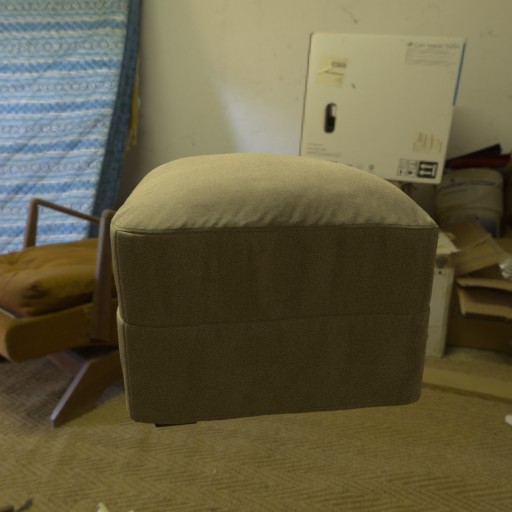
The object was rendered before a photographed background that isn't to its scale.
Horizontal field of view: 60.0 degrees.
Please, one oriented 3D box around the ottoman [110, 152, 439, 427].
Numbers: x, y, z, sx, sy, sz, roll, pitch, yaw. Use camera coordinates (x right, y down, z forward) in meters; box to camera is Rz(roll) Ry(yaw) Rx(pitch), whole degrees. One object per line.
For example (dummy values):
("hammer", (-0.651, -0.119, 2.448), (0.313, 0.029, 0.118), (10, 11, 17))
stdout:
("ottoman", (0.000, 0.000, 1.065), (0.584, 0.480, 0.712), (-2, 16, -9))
